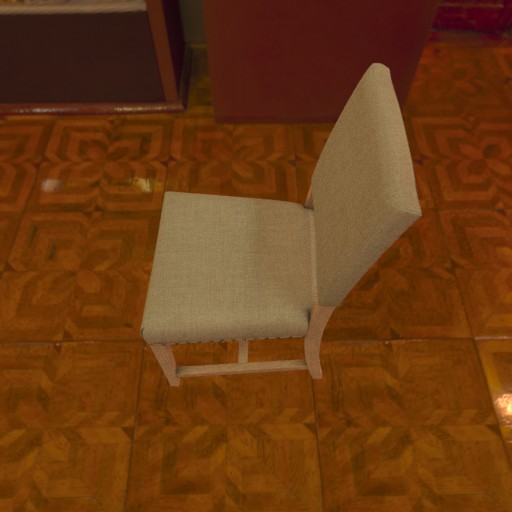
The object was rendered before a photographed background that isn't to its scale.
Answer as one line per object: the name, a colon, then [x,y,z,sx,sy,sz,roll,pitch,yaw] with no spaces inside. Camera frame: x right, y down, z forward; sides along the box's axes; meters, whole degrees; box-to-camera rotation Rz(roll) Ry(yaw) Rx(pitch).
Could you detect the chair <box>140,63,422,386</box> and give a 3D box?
chair: [0.000,0.000,1.312,0.622,0.986,0.508,1,57,1]
